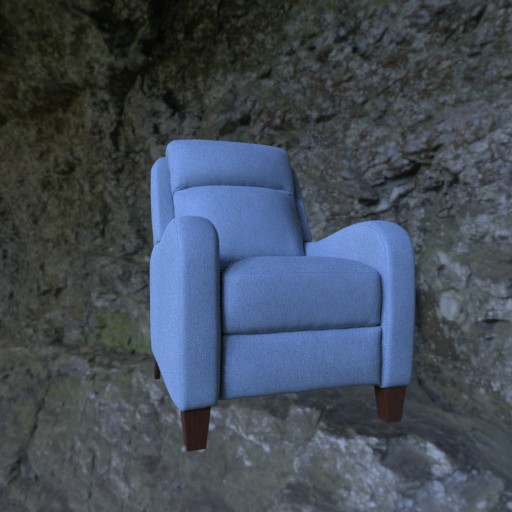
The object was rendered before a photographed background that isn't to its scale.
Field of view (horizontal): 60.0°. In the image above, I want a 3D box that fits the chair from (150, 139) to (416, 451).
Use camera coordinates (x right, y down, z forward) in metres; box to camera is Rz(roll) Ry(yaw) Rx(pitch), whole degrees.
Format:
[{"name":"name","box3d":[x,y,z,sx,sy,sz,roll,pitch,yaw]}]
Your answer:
[{"name":"chair","box3d":[0.000,0.000,1.745,0.785,1.067,0.988,0,1,-18]}]
